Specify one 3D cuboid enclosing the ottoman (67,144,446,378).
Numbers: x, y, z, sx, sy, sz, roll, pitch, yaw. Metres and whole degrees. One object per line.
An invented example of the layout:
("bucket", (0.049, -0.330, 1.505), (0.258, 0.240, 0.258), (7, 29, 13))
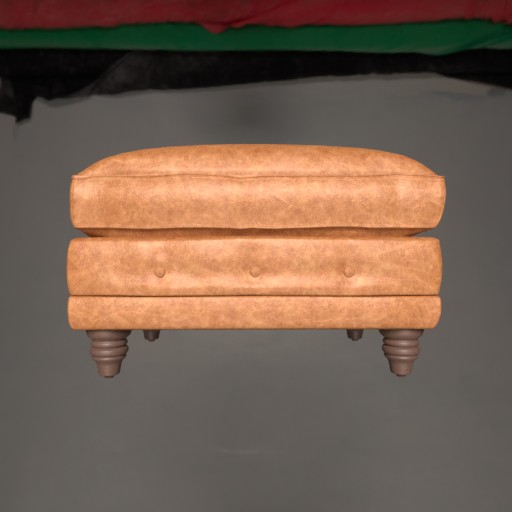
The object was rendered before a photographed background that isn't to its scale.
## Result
("ottoman", (0.000, 0.000, 1.073), (0.710, 0.480, 0.533), (0, 0, -1))
